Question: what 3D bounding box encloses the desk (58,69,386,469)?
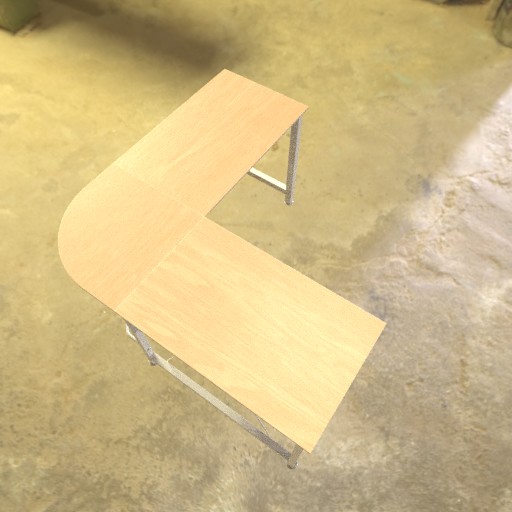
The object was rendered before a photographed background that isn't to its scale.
[{"bbox_3d":[0.000,0.000,2.241,1.400,0.762,1.400,31,63,18],"label":"desk"}]
